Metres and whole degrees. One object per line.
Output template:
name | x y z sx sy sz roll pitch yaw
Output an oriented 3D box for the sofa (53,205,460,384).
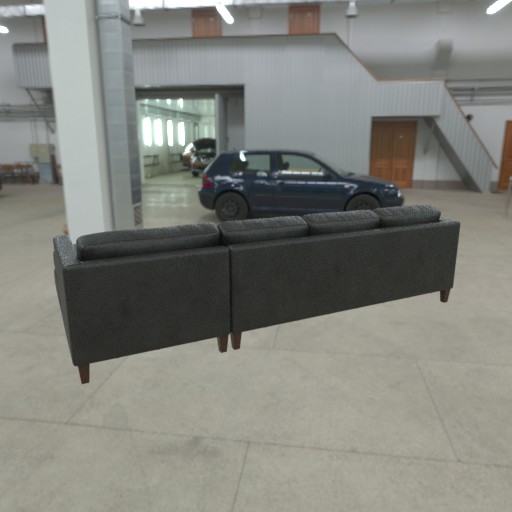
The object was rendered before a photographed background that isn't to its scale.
sofa | 0.000 0.000 3.898 3.203 0.883 1.581 -7 16 -26
